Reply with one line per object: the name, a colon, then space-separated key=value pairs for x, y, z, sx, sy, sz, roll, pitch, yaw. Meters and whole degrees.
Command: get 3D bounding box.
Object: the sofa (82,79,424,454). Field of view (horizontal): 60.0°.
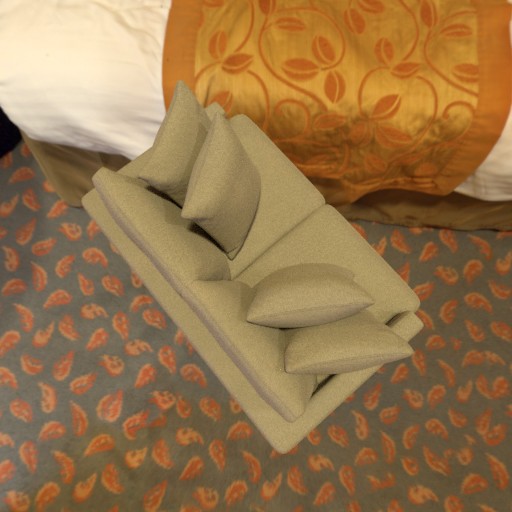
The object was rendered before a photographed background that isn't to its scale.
sofa: x=0.000 y=0.000 z=2.663 sx=1.228 sy=1.080 sz=1.869 roll=-39 pitch=78 yaw=-10
